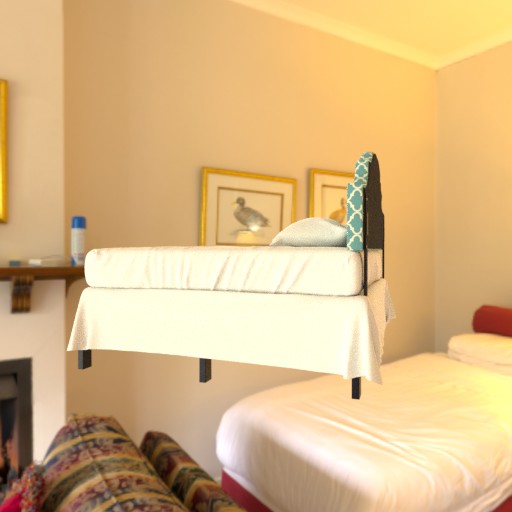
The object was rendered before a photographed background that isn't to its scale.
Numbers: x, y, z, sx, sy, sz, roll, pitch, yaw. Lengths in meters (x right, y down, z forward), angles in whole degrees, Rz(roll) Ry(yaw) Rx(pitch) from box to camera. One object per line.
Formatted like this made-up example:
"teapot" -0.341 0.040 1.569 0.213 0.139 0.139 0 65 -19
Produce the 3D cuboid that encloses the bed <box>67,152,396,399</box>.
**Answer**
"bed" 0.000 0.000 3.780 2.222 1.601 2.314 0 1 19
